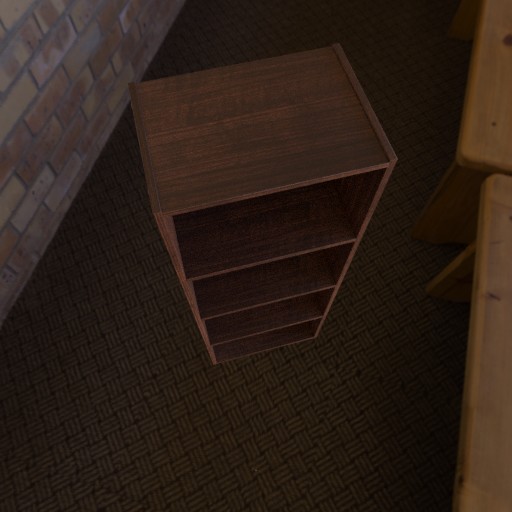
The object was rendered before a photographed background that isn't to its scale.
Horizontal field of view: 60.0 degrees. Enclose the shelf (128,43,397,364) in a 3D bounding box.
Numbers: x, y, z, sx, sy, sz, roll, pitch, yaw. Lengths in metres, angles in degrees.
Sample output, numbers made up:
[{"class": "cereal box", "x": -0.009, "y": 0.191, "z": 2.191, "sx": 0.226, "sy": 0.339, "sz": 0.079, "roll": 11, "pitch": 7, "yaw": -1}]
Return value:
[{"class": "shelf", "x": 0.000, "y": 0.000, "z": 1.269, "sx": 0.415, "sy": 1.099, "sz": 0.290, "roll": -14, "pitch": 65, "yaw": -6}]
